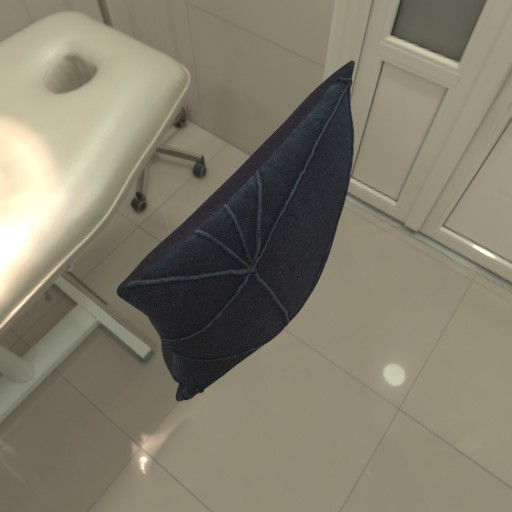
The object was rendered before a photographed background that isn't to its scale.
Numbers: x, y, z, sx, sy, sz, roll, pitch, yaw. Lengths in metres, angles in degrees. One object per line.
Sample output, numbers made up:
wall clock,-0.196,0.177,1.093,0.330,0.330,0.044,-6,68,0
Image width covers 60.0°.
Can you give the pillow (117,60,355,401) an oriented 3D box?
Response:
pillow,0.000,0.000,0.679,0.183,0.440,0.439,33,65,18
